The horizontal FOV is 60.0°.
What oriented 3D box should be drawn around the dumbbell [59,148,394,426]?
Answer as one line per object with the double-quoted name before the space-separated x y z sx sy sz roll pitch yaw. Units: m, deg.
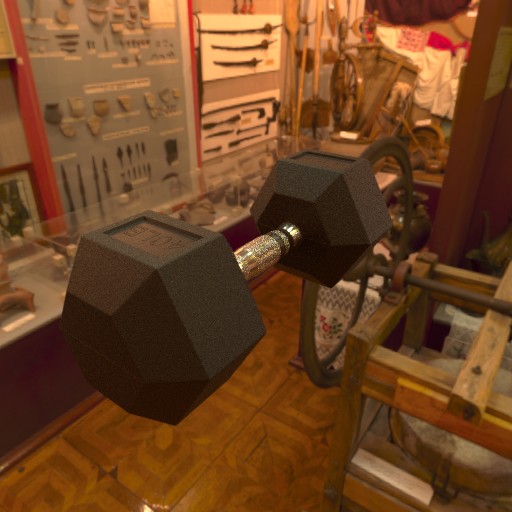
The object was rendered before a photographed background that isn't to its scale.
"dumbbell" 0.000 0.000 0.432 0.157 0.137 0.361 19 33 32
